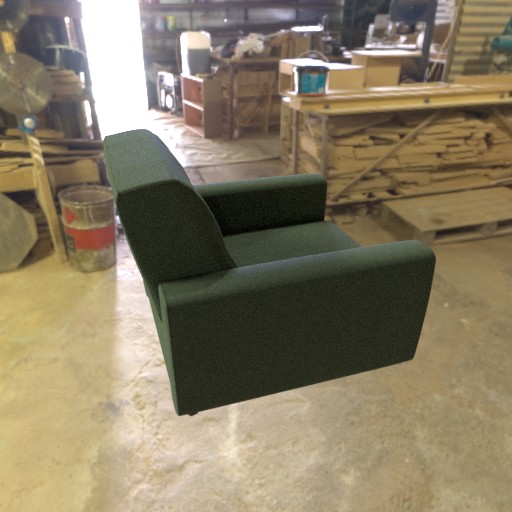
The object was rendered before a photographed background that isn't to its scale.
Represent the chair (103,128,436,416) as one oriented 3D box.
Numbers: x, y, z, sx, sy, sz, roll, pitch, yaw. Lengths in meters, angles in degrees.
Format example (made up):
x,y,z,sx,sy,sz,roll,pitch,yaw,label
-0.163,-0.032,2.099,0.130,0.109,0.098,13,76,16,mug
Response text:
x,y,z,sx,sy,sz,roll,pitch,yaw,label
0.000,0.000,1.584,0.909,0.841,0.831,-10,30,-17,chair
